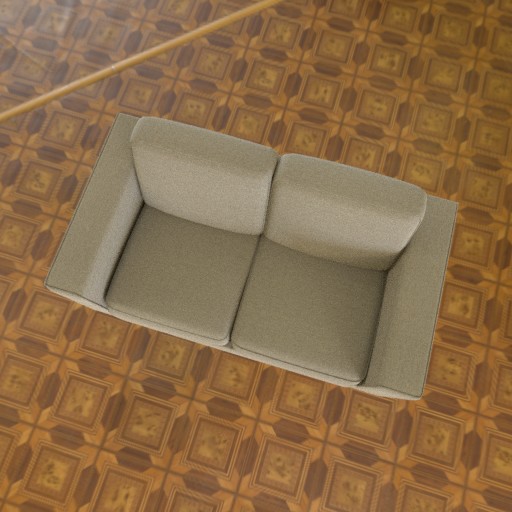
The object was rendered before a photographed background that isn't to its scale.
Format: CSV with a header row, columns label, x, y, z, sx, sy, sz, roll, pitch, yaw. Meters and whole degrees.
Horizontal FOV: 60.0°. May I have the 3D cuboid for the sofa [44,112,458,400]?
label,x,y,z,sx,sy,sz,roll,pitch,yaw
sofa,0.000,0.000,2.341,1.812,0.924,1.007,16,75,4
